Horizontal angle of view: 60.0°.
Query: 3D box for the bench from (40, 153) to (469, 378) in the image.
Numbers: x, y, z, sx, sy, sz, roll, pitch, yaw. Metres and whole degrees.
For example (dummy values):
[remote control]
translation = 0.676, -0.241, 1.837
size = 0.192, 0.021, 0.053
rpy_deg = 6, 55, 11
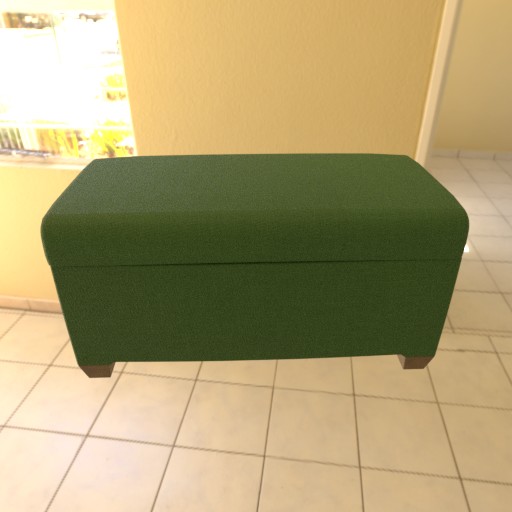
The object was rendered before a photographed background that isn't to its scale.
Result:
[bench]
translation = 0.000, 0.000, 1.296
size = 0.989, 0.501, 0.505
rpy_deg = -1, 31, -2
